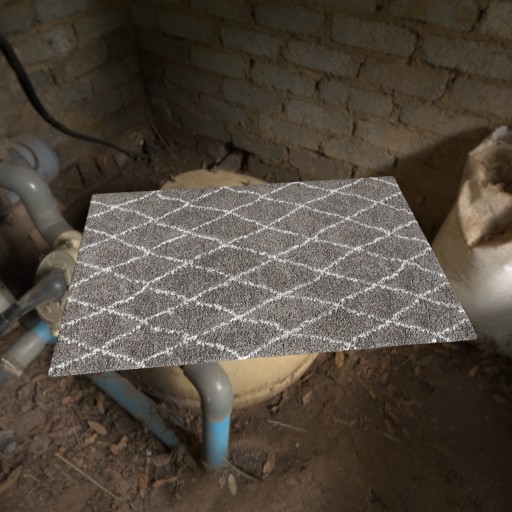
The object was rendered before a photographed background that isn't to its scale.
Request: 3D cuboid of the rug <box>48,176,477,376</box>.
[{"bbox_3d":[0.000,0.000,3.416,2.743,0.030,1.778,-4,46,-4],"label":"rug"}]
